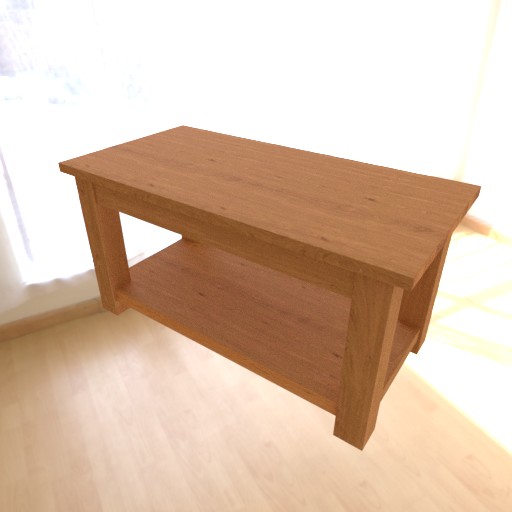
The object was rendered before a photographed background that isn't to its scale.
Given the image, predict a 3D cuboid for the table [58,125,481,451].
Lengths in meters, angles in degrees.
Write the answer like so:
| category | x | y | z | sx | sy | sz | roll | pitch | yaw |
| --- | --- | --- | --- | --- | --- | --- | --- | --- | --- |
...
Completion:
| category | x | y | z | sx | sy | sz | roll | pitch | yaw |
| --- | --- | --- | --- | --- | --- | --- | --- | --- | --- |
| table | 0.000 | 0.000 | 1.158 | 0.899 | 0.452 | 0.450 | 20 | 36 | 30 |
